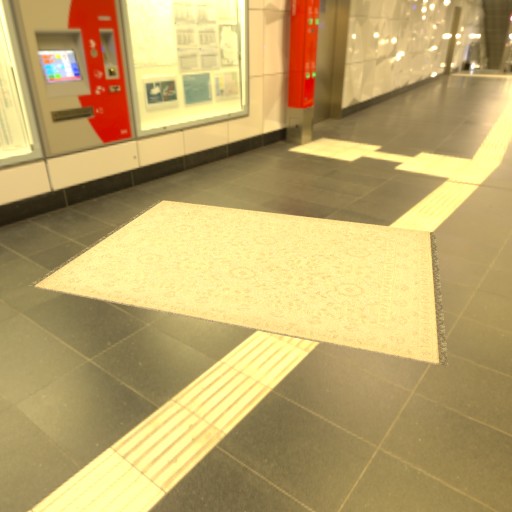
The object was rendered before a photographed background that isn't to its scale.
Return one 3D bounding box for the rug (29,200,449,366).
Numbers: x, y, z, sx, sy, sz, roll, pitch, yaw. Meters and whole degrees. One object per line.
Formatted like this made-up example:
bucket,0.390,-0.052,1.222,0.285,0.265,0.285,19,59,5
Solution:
rug,0.000,0.000,2.859,2.233,0.011,1.514,8,28,16
